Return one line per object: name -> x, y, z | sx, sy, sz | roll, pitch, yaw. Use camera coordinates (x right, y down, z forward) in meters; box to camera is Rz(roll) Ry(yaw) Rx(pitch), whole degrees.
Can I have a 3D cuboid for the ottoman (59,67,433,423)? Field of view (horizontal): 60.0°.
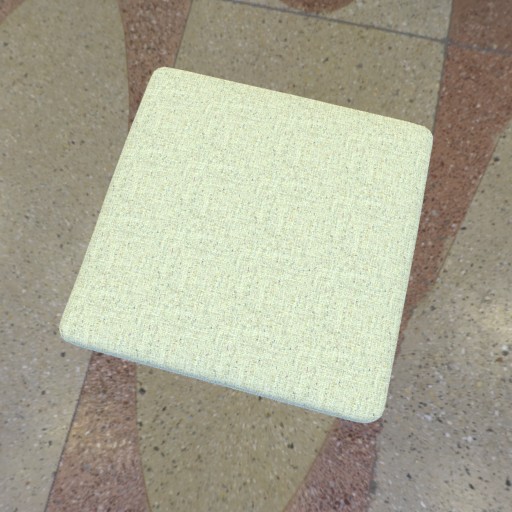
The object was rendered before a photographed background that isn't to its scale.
ottoman -> 0.000, 0.000, 0.904 | 0.521, 0.453, 0.512 | 14, 76, 4
